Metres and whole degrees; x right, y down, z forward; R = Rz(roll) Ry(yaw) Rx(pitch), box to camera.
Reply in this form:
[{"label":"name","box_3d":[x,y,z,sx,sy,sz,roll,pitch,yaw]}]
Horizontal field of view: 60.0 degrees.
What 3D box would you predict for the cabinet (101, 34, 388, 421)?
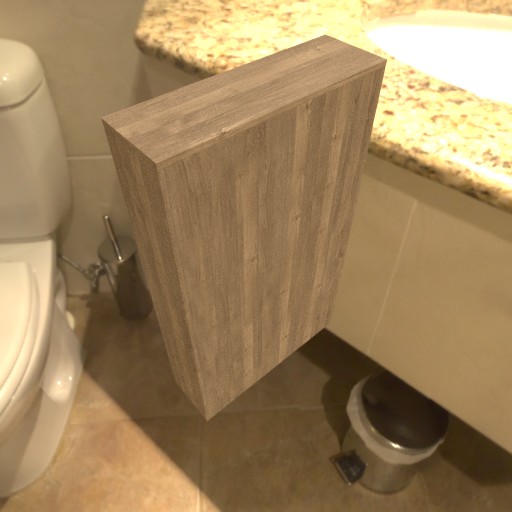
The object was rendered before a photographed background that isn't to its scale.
[{"label":"cabinet","box_3d":[0.000,0.000,1.597,0.750,1.280,0.250,-32,55,-26]}]
